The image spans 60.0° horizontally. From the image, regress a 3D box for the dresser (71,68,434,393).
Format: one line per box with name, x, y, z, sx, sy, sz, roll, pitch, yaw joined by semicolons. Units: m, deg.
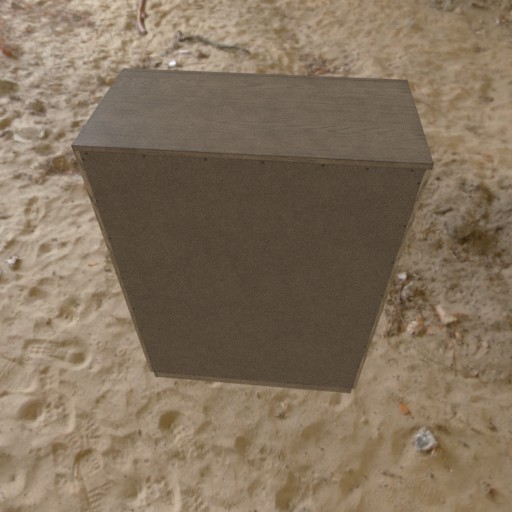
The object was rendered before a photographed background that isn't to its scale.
dresser;0.000;0.000;1.810;0.967;1.295;0.483;4;47;4
